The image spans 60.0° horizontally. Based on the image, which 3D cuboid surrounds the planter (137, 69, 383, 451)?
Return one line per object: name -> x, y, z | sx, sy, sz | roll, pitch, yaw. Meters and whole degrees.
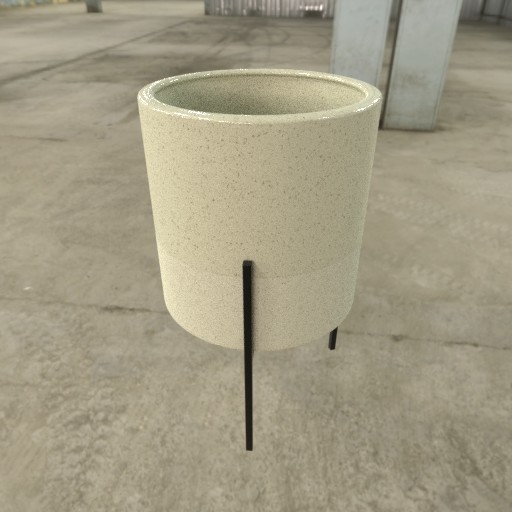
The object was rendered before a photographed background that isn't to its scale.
planter -> 0.000, 0.000, 0.538 | 0.243, 0.390, 0.234 | 21, 37, 30
